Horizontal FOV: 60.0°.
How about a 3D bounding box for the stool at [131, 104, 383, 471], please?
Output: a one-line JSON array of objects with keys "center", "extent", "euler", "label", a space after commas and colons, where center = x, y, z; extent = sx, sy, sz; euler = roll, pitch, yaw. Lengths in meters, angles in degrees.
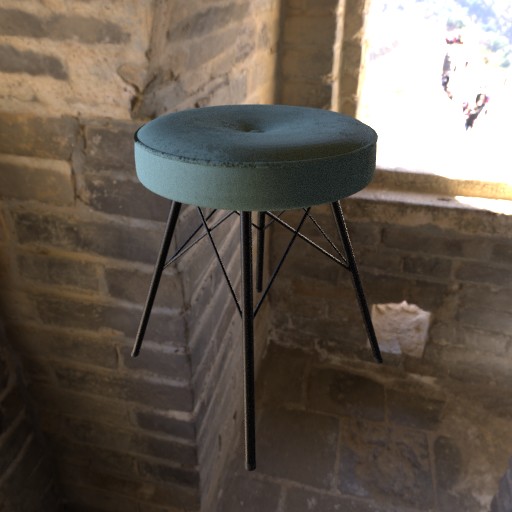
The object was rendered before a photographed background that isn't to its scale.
[{"center": [0.000, 0.000, 0.868], "extent": [0.457, 0.519, 0.458], "euler": [-18, 33, -30], "label": "stool"}]
